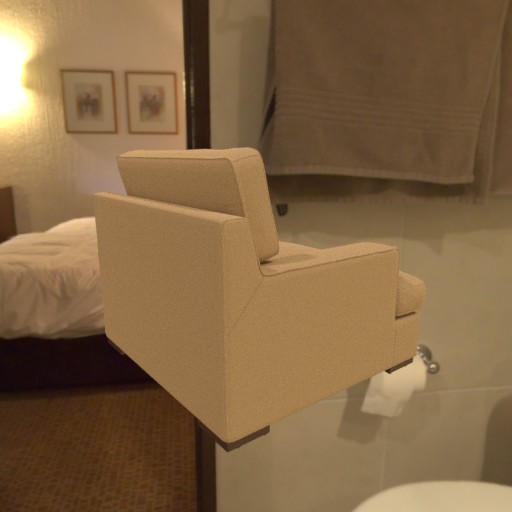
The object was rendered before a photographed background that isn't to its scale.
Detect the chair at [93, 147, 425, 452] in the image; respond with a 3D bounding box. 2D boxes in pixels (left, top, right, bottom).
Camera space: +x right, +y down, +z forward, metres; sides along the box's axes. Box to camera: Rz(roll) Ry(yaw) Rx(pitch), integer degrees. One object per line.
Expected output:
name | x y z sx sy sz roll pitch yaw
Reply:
chair | 0.000 0.000 2.137 1.293 1.005 1.274 13 18 43
